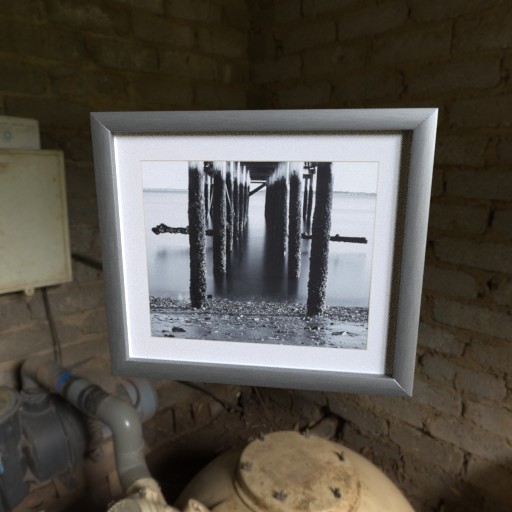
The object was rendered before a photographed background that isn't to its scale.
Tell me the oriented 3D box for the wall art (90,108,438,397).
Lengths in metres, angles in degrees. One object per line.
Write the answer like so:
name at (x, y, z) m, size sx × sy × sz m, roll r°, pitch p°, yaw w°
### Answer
wall art at (0.000, 0.000, 0.530) m, size 0.380 × 0.330 × 0.028 m, roll 2°, pitch 14°, yaw 8°
